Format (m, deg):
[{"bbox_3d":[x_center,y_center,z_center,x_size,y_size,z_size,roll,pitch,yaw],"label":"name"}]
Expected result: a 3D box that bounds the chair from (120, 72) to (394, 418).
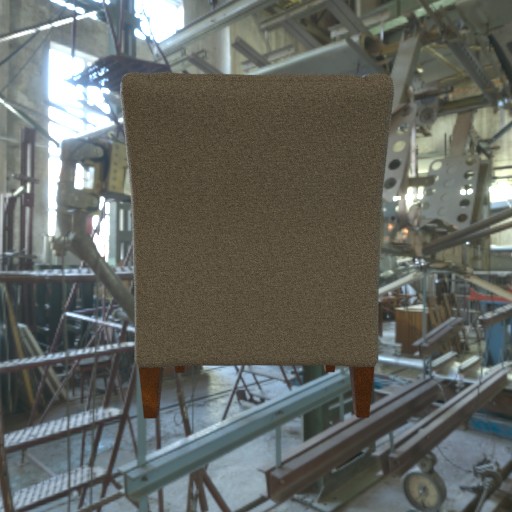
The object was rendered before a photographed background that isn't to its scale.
[{"bbox_3d":[0.000,0.000,1.620,0.774,1.016,0.870,0,-1,-1],"label":"chair"}]
